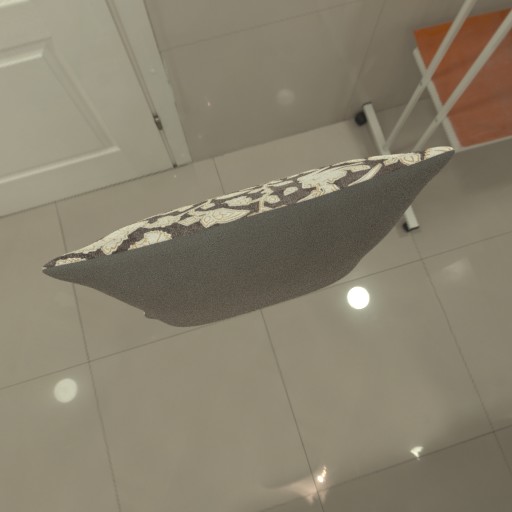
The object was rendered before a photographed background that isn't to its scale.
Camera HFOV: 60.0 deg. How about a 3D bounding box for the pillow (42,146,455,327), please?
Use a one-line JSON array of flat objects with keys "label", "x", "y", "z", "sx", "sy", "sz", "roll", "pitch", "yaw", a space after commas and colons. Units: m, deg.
[{"label": "pillow", "x": 0.000, "y": 0.000, "z": 0.779, "sx": 0.526, "sy": 0.507, "sz": 0.166, "roll": -17, "pitch": 76, "yaw": -4}]
